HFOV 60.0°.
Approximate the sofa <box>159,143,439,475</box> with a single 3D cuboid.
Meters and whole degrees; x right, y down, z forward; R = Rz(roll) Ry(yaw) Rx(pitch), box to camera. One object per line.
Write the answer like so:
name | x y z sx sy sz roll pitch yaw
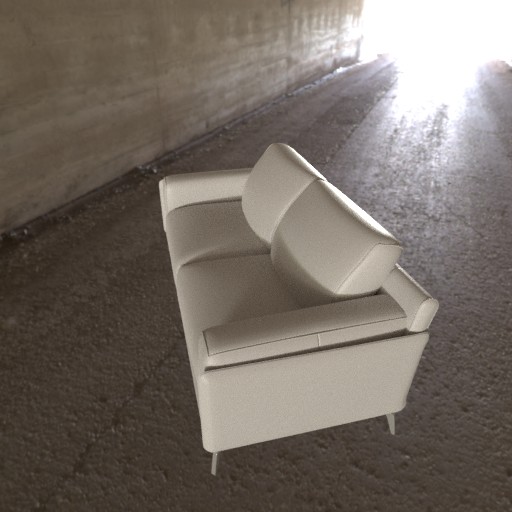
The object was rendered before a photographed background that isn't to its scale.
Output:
sofa | 0.000 0.000 2.603 1.049 0.930 2.101 -8 31 -13
